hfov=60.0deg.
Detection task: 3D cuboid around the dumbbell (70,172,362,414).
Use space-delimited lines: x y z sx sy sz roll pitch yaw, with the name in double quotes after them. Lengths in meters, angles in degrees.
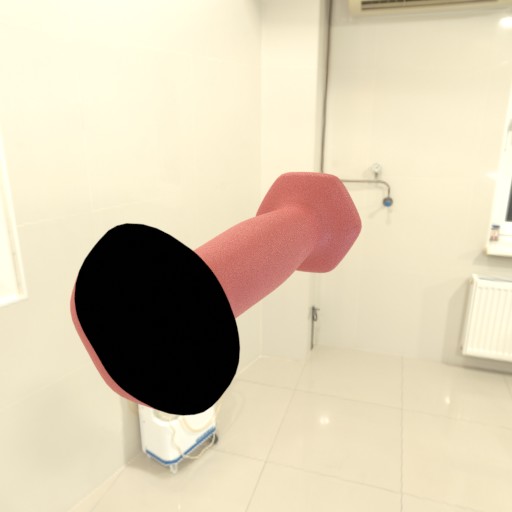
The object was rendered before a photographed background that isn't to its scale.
0.000 0.000 0.145 0.047 0.043 0.123 8 19 23 "dumbbell"
